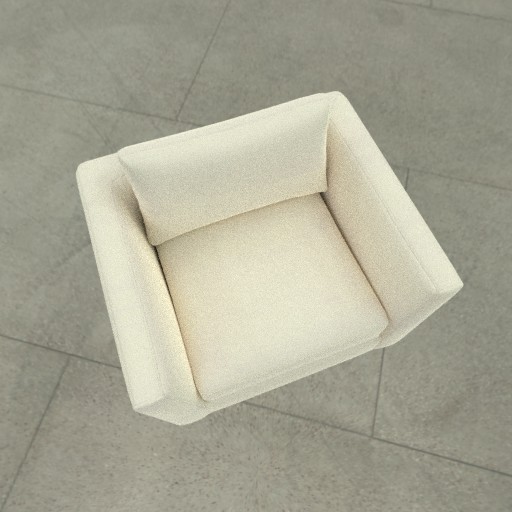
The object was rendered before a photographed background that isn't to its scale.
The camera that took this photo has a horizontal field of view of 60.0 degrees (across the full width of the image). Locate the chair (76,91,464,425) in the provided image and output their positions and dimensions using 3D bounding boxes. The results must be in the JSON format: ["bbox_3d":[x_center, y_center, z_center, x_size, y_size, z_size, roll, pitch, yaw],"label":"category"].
[{"bbox_3d":[0.000,0.000,1.664,1.041,0.865,0.889,-19,65,-9],"label":"chair"}]
